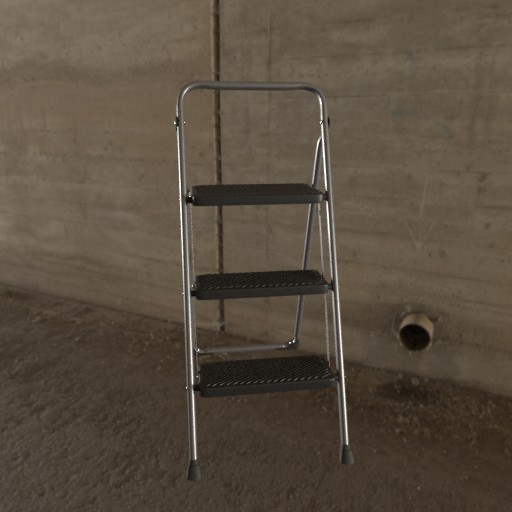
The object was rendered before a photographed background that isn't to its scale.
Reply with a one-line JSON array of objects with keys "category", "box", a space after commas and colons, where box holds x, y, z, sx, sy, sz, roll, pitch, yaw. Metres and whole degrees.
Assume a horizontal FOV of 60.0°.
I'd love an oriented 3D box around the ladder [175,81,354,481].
[{"category": "ladder", "box": [0.000, 0.000, 1.269, 0.430, 0.945, 0.629, -2, 17, -8]}]
